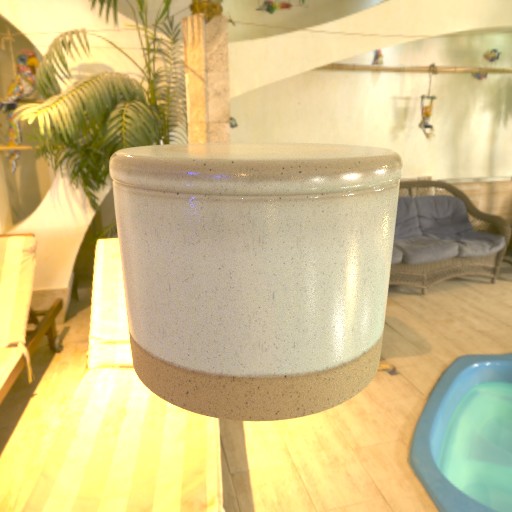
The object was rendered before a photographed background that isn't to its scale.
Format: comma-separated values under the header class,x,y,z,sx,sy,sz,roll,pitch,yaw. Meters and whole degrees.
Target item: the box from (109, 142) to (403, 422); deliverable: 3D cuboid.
class,x,y,z,sx,sy,sz,roll,pitch,yaw
box,0.000,0.000,0.259,0.154,0.123,0.154,0,17,0
